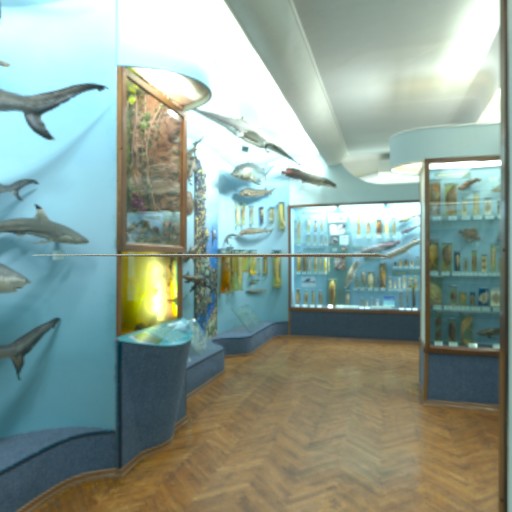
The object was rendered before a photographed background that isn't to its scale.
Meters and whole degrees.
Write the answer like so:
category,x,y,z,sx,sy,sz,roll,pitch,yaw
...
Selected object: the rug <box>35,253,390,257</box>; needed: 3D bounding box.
category,x,y,z,sx,sy,sz,roll,pitch,yaw
rug,0.000,0.000,4.356,2.451,0.008,3.143,0,0,18
